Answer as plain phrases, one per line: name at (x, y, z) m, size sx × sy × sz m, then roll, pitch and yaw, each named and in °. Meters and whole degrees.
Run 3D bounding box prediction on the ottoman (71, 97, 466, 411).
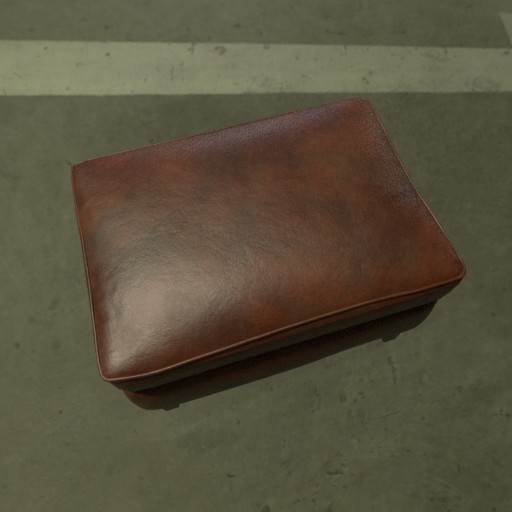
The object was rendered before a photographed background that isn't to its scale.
ottoman at (0.000, 0.000, 0.977) m, size 0.665 × 0.432 × 0.501 m, roll -15°, pitch 64°, yaw -8°
